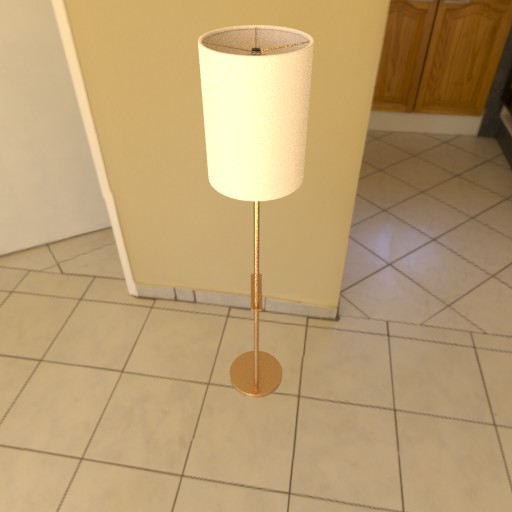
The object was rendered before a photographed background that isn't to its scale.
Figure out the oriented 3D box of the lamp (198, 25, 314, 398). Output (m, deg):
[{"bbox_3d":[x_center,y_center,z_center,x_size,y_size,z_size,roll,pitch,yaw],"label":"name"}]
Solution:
[{"bbox_3d":[0.000,0.000,1.655,0.305,1.500,0.306,0,40,0],"label":"lamp"}]
